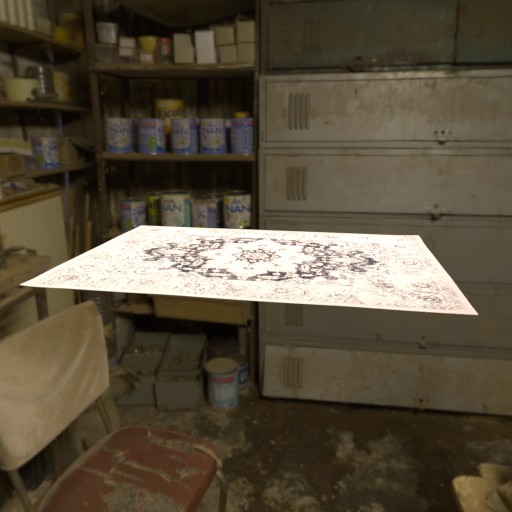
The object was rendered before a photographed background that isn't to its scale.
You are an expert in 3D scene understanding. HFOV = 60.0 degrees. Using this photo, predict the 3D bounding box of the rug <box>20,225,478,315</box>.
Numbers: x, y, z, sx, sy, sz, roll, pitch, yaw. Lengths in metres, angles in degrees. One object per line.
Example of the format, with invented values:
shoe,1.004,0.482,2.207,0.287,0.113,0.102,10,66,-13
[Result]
rug,0.000,0.000,2.288,1.813,0.008,1.223,3,16,10
